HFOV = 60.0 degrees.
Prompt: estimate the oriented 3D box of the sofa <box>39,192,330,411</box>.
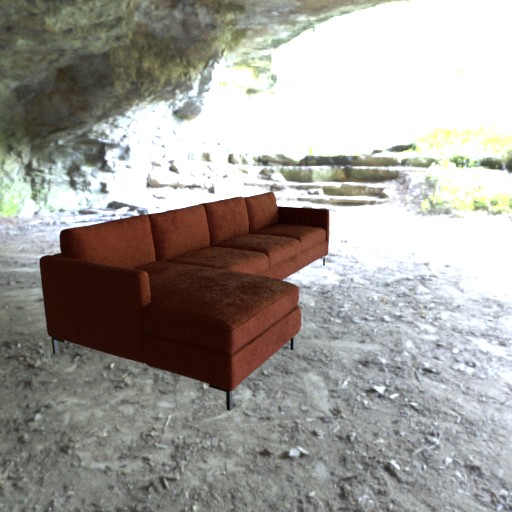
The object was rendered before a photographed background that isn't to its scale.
[{"bbox_3d":[0.000,0.000,2.983,1.136,0.663,2.467,7,15,27],"label":"sofa"}]
